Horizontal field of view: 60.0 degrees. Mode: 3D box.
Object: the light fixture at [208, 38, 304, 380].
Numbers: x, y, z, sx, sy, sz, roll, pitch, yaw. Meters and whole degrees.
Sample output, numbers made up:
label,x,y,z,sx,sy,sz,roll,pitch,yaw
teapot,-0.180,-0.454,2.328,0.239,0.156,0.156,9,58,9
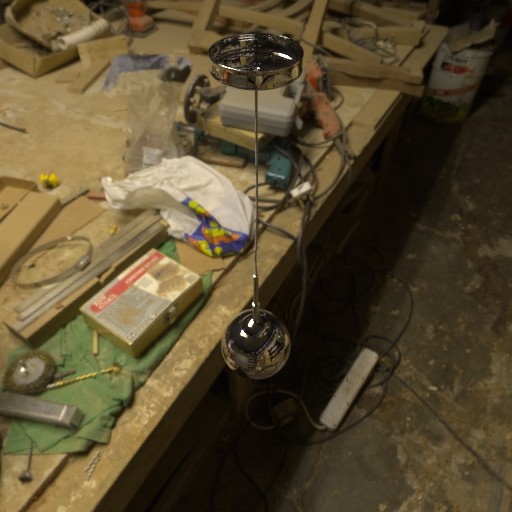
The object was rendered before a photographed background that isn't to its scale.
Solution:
label,x,y,z,sx,sy,sz,roll,pitch,yaw
light fixture,0.000,0.000,1.706,0.336,1.538,0.336,24,51,21
